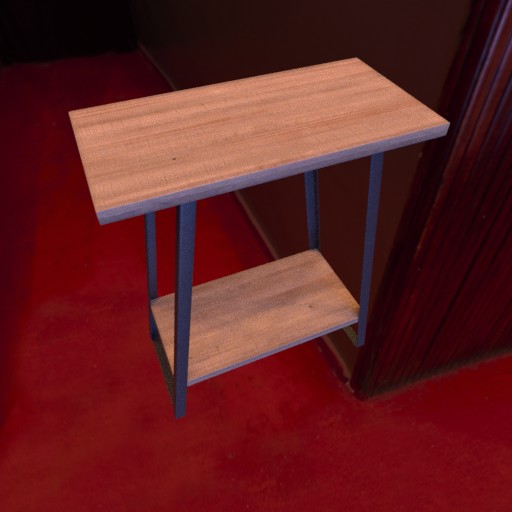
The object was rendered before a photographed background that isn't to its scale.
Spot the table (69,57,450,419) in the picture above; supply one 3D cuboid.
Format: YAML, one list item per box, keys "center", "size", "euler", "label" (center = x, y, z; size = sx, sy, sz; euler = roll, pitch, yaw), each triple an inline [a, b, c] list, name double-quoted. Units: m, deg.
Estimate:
- center: [0.000, 0.000, 1.028]
  size: [0.599, 0.701, 0.300]
  euler: [-17, 48, -16]
  label: "table"
